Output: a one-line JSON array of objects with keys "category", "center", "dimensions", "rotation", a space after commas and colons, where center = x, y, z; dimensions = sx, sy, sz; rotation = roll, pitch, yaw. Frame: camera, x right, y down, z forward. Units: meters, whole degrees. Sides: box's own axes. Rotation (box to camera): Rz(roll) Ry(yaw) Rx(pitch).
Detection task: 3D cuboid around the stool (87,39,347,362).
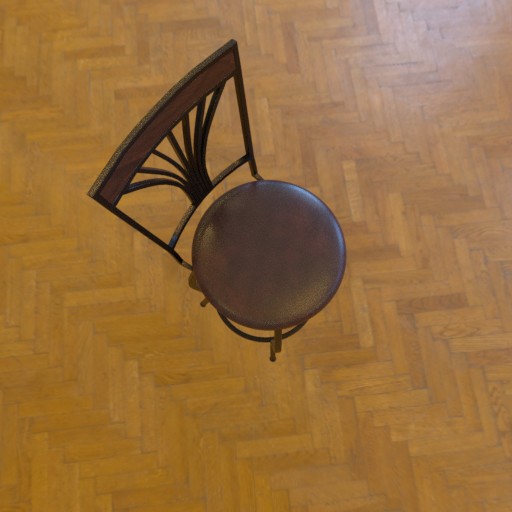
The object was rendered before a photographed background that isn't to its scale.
[{"category": "stool", "center": [0.000, 0.000, 1.362], "dimensions": [0.514, 1.117, 0.433], "rotation": [37, 78, 9]}]
